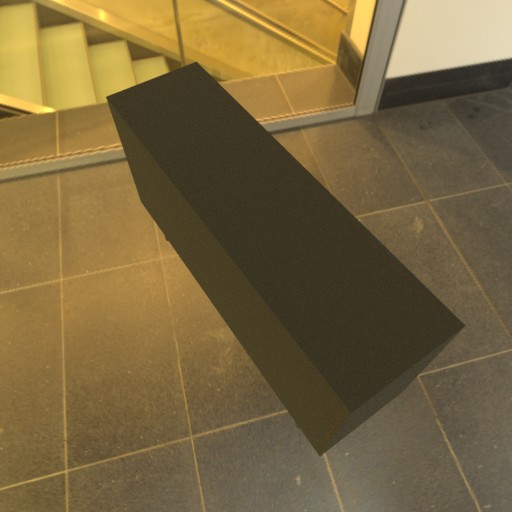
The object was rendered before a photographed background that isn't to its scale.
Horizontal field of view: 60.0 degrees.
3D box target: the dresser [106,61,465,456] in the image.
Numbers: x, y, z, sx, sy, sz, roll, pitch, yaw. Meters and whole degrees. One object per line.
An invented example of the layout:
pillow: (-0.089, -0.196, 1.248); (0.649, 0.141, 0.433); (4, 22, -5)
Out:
dresser: (0.000, 0.000, 1.944); (0.463, 0.872, 1.558); (-30, 62, -18)
